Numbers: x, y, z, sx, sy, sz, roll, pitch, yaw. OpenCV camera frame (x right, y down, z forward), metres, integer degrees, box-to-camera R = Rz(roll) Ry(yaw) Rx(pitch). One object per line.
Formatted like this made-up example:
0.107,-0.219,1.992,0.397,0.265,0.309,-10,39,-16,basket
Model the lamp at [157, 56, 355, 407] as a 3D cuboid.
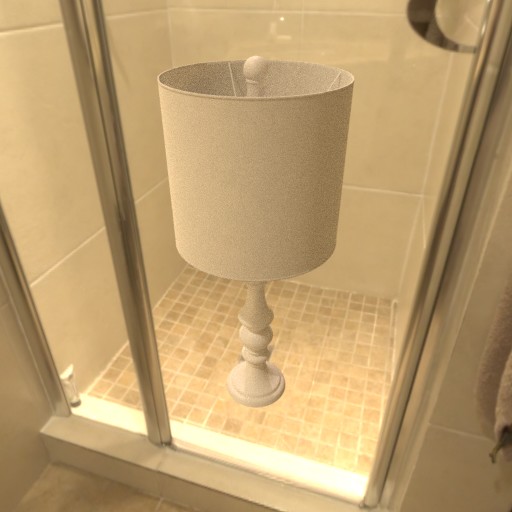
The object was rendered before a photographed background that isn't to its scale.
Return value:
0.000,0.000,0.719,0.250,0.597,0.250,-11,34,-16,lamp
